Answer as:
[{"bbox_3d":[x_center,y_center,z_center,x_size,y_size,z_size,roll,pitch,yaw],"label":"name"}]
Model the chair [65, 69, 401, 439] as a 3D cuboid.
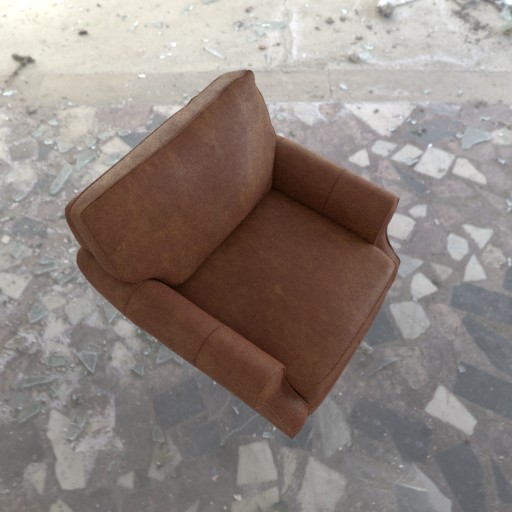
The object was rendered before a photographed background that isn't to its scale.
[{"bbox_3d":[0.000,0.000,1.707,0.986,0.962,0.983,31,64,18],"label":"chair"}]
